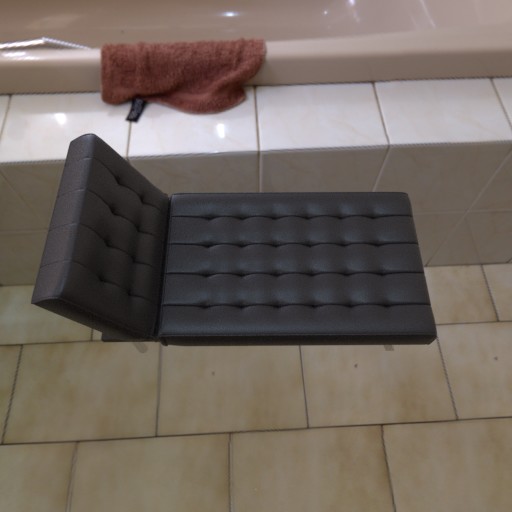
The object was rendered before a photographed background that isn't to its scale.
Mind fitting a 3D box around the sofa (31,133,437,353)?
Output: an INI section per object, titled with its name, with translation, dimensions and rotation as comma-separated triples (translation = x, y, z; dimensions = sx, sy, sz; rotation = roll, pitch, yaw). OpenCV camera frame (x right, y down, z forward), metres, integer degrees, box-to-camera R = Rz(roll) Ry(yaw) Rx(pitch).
[sofa]
translation = 0.000, 0.000, 2.009
dimensions = 1.560, 0.820, 0.760
rotation = 0, 62, 0
